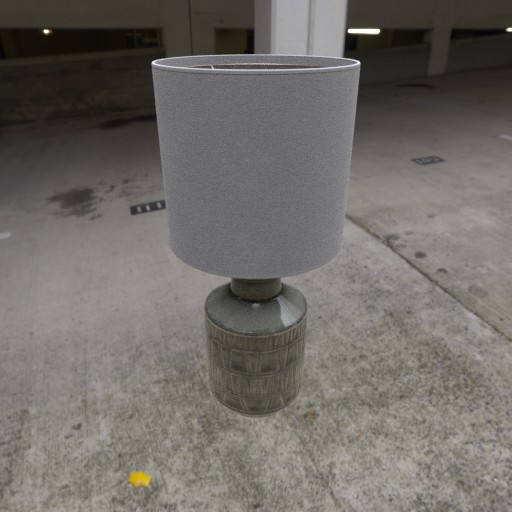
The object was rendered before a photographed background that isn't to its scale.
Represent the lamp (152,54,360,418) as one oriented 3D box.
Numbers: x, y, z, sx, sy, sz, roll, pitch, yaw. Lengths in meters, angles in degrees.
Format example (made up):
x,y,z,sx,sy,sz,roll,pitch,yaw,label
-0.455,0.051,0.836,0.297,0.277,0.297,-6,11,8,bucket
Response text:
x,y,z,sx,sy,sz,roll,pitch,yaw,label
0.000,0.000,0.563,0.211,0.455,0.211,-9,29,-16,lamp
